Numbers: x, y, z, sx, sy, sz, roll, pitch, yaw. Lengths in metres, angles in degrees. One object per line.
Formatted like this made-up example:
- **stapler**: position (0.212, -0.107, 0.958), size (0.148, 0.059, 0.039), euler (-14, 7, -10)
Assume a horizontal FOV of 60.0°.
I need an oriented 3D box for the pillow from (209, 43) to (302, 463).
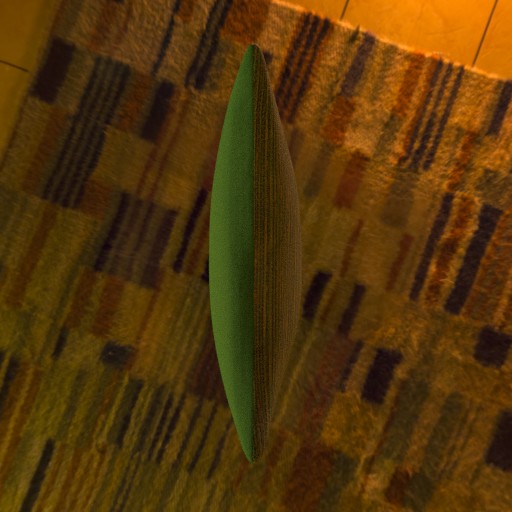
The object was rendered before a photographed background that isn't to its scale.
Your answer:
- **pillow**: position (0.000, 0.000, 0.778), size (0.150, 0.497, 0.514), euler (0, 90, 1)
